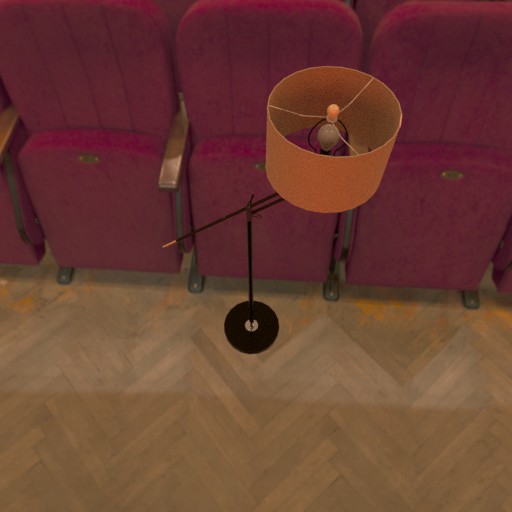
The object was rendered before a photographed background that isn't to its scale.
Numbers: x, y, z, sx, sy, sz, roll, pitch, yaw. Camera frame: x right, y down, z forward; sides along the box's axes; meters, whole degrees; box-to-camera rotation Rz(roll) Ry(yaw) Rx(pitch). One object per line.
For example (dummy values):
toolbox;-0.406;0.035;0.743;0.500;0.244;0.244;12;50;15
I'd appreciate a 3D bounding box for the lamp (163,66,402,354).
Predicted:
lamp;0.000;0.000;1.933;0.809;1.635;0.373;4;59;2
